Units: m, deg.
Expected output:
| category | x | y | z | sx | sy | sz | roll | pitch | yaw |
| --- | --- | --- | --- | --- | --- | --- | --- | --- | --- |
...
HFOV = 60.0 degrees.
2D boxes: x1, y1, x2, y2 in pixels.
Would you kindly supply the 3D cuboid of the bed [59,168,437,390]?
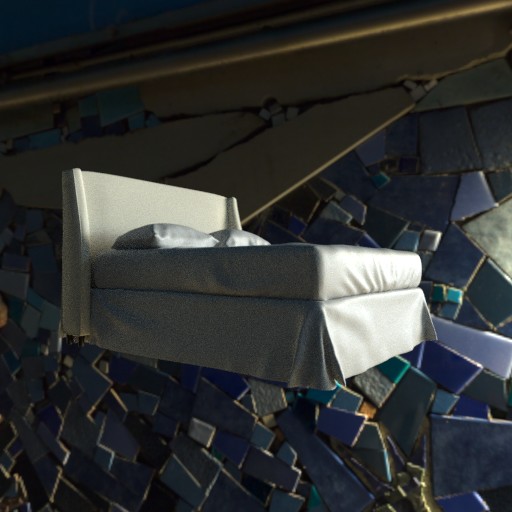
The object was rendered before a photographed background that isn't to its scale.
| category | x | y | z | sx | sy | sz | roll | pitch | yaw |
| --- | --- | --- | --- | --- | --- | --- | --- | --- | --- |
| bed | 0.000 | 0.000 | 3.412 | 2.276 | 1.332 | 1.925 | -1 | -1 | 37 |
